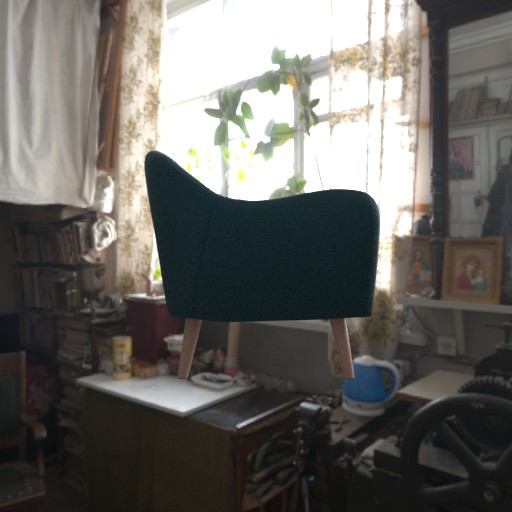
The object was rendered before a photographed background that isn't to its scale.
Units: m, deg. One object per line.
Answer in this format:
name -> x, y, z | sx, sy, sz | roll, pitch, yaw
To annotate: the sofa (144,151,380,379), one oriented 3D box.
sofa -> 0.000, 0.000, 2.329 | 0.820, 0.836, 1.840 | 0, 1, 0
